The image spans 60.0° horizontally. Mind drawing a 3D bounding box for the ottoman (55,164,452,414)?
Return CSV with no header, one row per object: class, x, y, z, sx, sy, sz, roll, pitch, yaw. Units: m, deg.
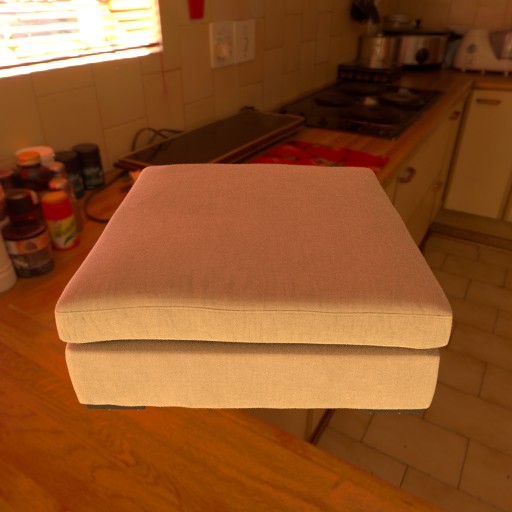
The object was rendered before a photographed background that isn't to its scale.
ottoman,0.000,0.000,1.805,1.171,0.517,1.203,0,32,1
